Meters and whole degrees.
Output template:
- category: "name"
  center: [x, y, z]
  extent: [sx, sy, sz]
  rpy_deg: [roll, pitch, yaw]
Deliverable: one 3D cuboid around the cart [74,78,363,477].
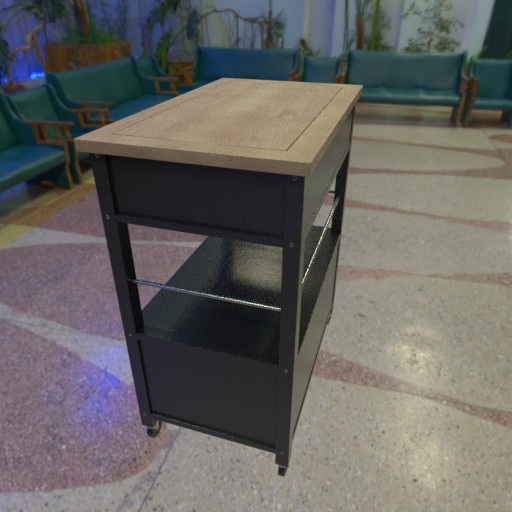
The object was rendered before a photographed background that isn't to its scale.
- category: "cart"
  center: [0.000, 0.000, 1.351]
  extent: [0.459, 0.901, 0.840]
  rpy_deg: [9, 32, 15]
